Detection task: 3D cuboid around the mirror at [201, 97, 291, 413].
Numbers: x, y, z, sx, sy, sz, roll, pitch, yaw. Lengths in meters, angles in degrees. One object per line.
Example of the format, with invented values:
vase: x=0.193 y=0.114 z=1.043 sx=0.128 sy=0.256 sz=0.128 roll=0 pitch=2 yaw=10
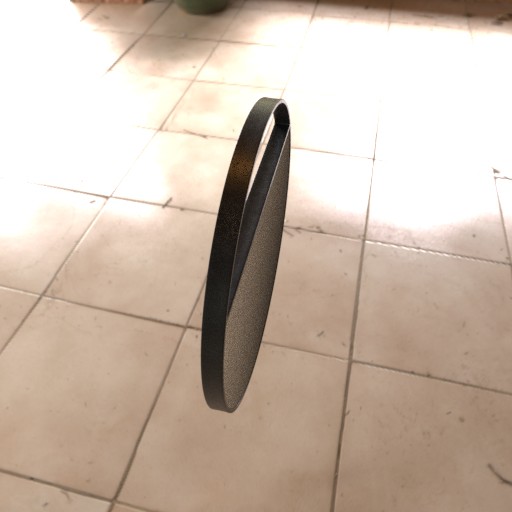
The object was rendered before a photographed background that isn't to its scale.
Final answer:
mirror: x=0.000 y=0.000 z=0.837 sx=0.032 sy=0.565 sz=0.565 roll=10 pitch=49 yaw=9
